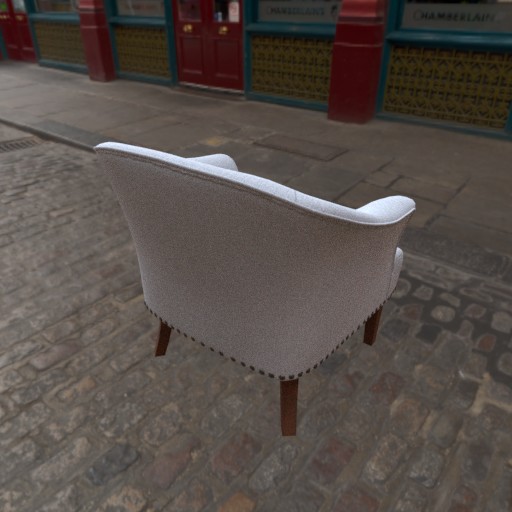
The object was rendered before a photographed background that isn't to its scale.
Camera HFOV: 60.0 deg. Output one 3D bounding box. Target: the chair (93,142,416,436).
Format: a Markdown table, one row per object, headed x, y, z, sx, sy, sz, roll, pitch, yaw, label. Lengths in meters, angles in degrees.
| x | y | z | sx | sy | sz | roll | pitch | yaw | label |
| --- | --- | --- | --- | --- | --- | --- | --- | --- | --- |
| 0.000 | 0.000 | 1.406 | 0.798 | 0.815 | 0.704 | 21 | 36 | 32 | chair |
